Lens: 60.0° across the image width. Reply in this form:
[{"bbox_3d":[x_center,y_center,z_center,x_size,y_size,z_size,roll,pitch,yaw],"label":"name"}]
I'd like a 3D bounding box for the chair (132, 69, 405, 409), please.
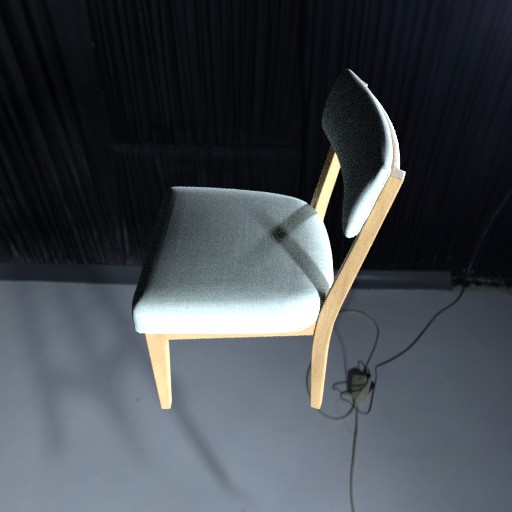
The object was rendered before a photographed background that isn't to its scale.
[{"bbox_3d":[0.000,0.000,1.200,0.572,0.832,0.508,1,42,1],"label":"chair"}]
